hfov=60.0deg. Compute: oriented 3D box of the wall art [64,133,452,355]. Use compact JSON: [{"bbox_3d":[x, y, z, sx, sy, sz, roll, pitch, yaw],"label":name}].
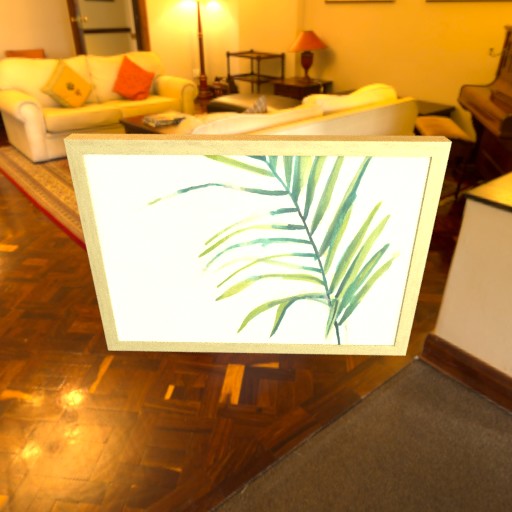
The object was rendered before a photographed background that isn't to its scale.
[{"bbox_3d":[0.000,0.000,0.714,0.532,0.380,0.032,1,29,1],"label":"wall art"}]
